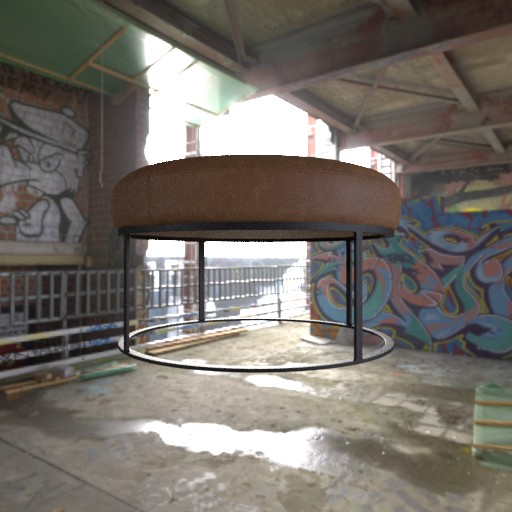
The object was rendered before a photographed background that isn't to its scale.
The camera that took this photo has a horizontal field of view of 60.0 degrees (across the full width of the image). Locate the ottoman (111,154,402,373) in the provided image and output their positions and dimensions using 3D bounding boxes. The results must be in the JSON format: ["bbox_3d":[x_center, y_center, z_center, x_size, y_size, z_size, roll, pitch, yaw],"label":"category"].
[{"bbox_3d":[0.000,0.000,1.235,0.771,0.460,0.771,0,0,0],"label":"ottoman"}]
